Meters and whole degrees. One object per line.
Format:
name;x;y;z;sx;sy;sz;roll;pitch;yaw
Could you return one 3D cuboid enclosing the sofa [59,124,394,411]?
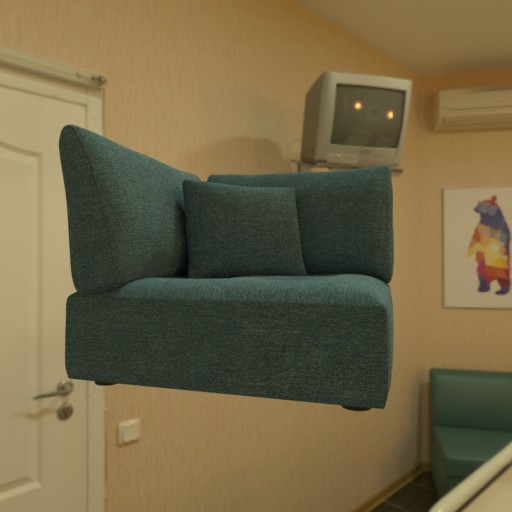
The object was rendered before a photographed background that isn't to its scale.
sofa;0.000;0.000;1.679;1.000;0.820;1.000;0;0;17
